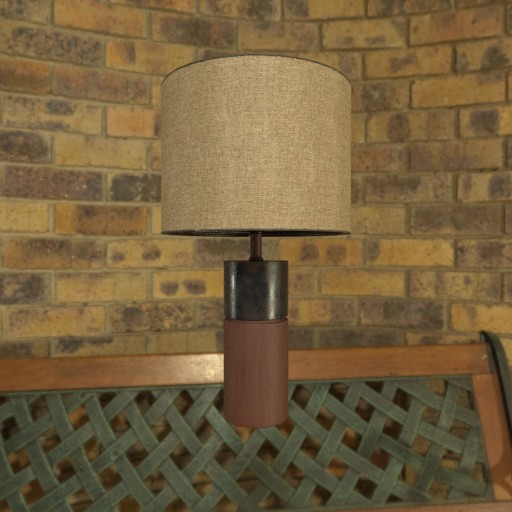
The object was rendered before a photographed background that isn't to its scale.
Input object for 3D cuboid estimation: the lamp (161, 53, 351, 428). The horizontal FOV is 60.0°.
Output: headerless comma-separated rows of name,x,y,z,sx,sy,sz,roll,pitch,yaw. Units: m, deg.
lamp,0.000,0.000,0.482,0.202,0.350,0.202,0,1,0
